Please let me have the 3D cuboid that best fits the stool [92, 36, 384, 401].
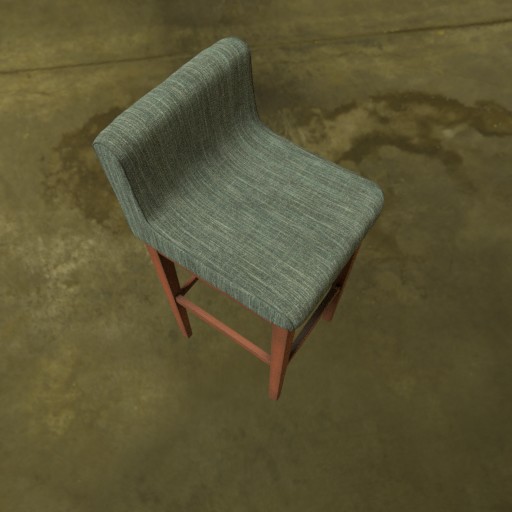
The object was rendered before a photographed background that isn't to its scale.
[{"bbox_3d":[0.000,0.000,1.253,0.499,0.965,0.426,31,63,18],"label":"stool"}]
